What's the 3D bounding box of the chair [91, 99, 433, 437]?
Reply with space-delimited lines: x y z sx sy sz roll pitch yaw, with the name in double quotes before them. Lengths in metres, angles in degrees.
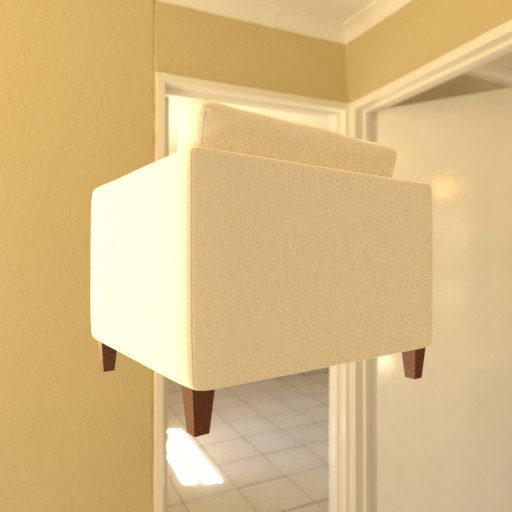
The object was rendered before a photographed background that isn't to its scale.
"chair" 0.000 0.000 1.674 1.019 0.885 0.878 0 0 -35
